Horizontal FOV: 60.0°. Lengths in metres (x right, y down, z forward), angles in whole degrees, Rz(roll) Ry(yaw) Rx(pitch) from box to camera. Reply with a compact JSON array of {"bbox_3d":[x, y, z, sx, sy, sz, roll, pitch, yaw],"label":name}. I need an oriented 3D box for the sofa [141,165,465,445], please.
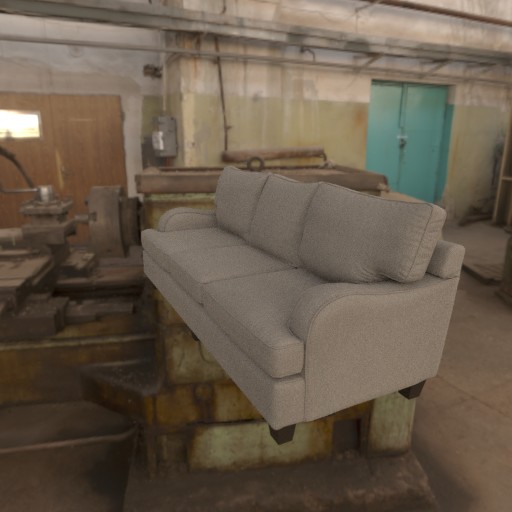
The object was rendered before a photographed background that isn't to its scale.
[{"bbox_3d":[0.000,0.000,2.861,1.016,0.991,2.323,-8,18,-25],"label":"sofa"}]
